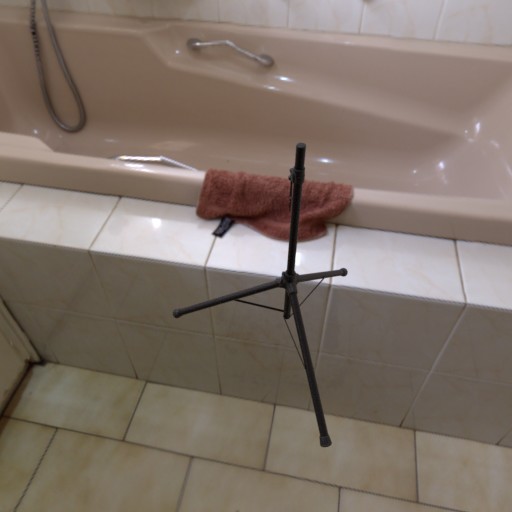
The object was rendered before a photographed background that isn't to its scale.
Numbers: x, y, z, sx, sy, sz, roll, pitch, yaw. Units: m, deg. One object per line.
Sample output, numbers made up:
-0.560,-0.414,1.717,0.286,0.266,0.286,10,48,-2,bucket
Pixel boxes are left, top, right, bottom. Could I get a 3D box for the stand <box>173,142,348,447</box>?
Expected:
0.000,0.000,1.910,0.907,1.136,1.045,10,47,9,stand
